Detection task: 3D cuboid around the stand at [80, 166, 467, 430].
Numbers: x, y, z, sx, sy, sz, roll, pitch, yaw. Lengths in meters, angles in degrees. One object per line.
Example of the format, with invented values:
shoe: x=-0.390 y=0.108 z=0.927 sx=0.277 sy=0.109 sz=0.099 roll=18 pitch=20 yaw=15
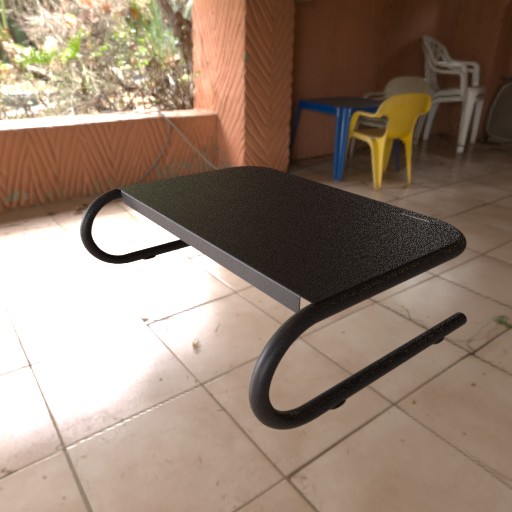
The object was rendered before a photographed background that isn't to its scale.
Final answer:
stand: x=0.000 y=0.000 z=0.502 sx=0.280 sy=0.108 sz=0.370 roll=-18 pitch=30 yaw=-33
